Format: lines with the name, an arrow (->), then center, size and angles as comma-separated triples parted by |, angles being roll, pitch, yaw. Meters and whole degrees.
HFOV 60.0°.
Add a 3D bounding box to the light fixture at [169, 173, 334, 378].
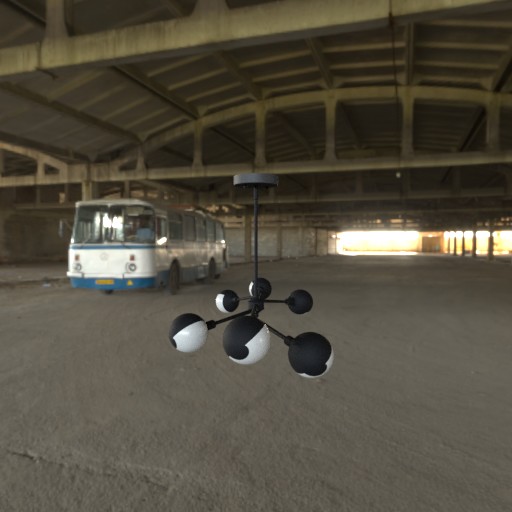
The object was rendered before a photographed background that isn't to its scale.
light fixture -> 0.000, 0.000, 1.013 | 0.434, 0.362, 0.778 | 1, 2, 18
